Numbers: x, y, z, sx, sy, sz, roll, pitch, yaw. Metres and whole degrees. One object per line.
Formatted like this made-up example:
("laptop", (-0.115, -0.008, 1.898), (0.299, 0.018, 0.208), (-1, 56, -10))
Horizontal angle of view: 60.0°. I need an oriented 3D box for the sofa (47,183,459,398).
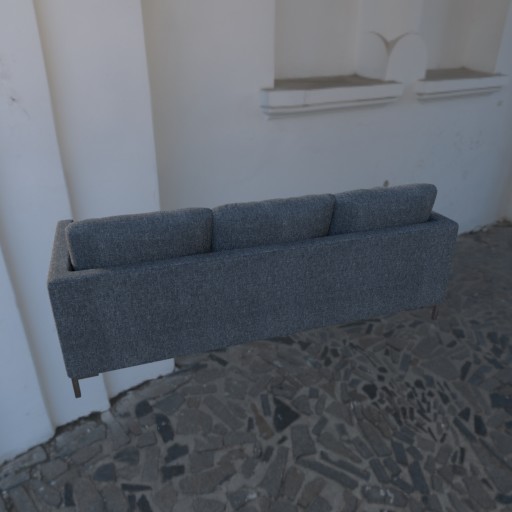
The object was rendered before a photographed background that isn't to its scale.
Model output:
("sofa", (0.000, 0.000, 2.694), (2.218, 0.874, 0.859), (-8, 26, -17))
